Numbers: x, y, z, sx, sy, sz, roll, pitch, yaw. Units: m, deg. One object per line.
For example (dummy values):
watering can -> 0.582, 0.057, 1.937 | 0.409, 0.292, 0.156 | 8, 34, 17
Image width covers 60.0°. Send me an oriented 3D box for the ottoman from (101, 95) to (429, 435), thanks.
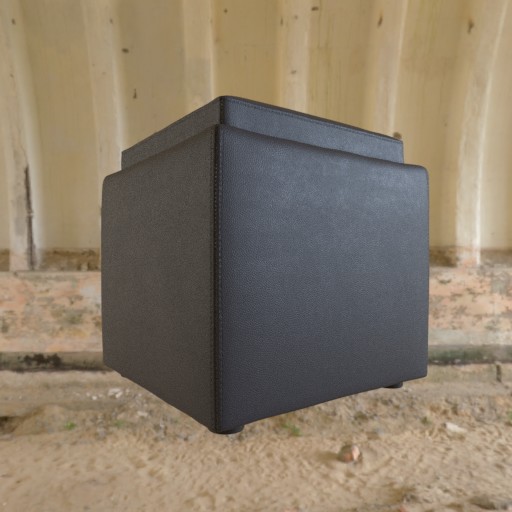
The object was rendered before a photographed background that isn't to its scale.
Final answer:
ottoman -> 0.000, 0.000, 0.826 | 0.451, 0.460, 0.450 | 0, -1, -36
